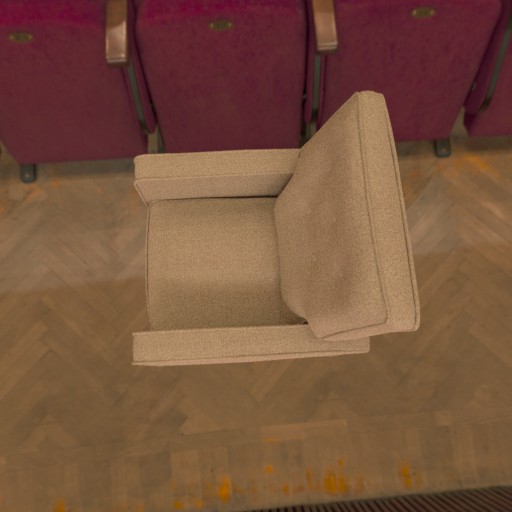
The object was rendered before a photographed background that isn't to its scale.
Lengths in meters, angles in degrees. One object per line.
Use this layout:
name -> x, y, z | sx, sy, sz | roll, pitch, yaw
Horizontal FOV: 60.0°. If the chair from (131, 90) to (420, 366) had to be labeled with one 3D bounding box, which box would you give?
chair -> 0.000, 0.000, 1.415 | 0.754, 0.888, 0.648 | -3, 75, -1
